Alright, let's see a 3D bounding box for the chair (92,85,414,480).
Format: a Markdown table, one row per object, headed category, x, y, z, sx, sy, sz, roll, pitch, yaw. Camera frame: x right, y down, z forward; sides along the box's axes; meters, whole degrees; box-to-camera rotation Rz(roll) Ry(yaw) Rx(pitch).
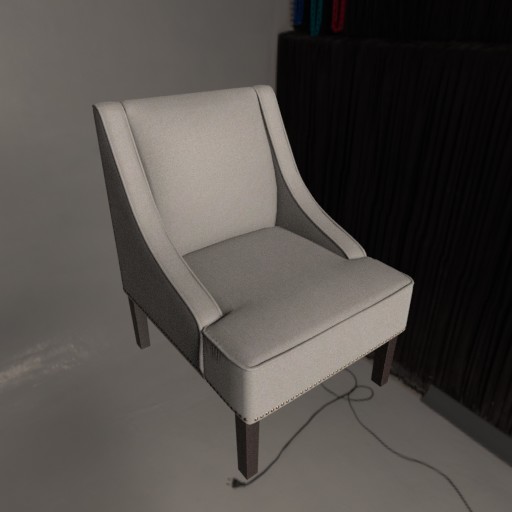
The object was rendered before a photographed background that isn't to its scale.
| category | x | y | z | sx | sy | sz | roll | pitch | yaw |
| --- | --- | --- | --- | --- | --- | --- | --- | --- | --- |
| chair | 0.000 | 0.000 | 1.357 | 0.631 | 0.867 | 0.747 | -20 | 35 | -32 |
